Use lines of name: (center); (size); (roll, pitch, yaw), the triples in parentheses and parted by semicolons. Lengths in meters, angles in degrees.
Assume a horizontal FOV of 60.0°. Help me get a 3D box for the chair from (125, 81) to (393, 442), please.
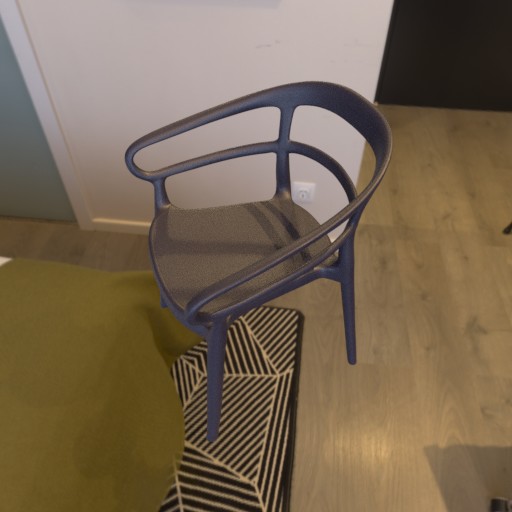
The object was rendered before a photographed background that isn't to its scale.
chair: (0.000, 0.000, 1.160); (0.527, 0.761, 0.559); (-17, 48, -16)
